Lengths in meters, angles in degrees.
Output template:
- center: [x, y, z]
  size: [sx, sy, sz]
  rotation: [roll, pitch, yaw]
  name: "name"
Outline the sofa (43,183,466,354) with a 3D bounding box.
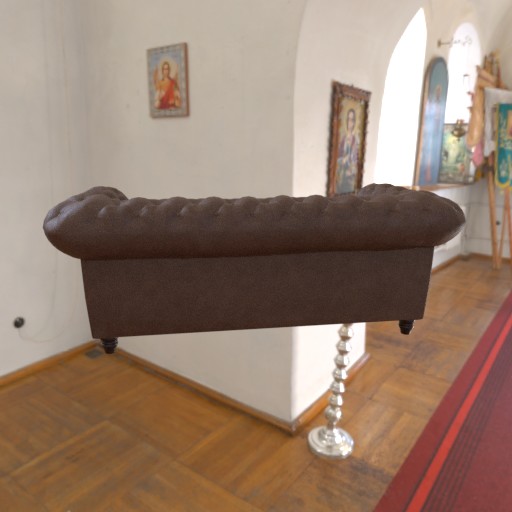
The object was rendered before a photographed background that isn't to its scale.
- center: [0.000, 0.000, 2.528]
  size: [2.048, 0.784, 0.955]
  rotation: [-2, 14, -8]
  name: "sofa"
